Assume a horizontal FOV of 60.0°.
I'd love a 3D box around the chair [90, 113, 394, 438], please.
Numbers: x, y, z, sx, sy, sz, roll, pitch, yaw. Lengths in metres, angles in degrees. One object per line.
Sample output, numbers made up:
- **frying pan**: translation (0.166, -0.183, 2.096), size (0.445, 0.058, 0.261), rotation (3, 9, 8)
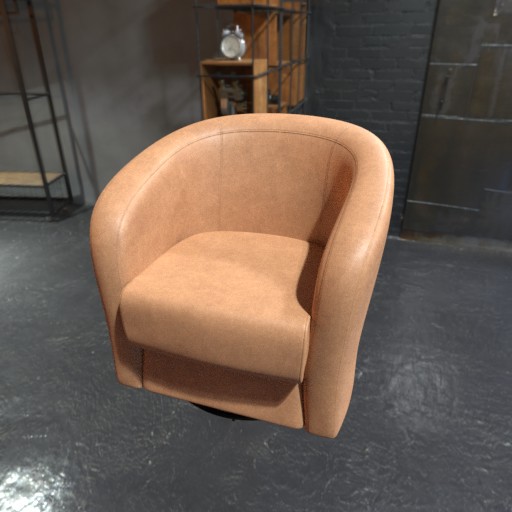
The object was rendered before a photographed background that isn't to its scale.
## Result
- **chair**: translation (0.000, 0.000, 1.430), size (0.791, 0.771, 0.815), rotation (9, 28, 16)
